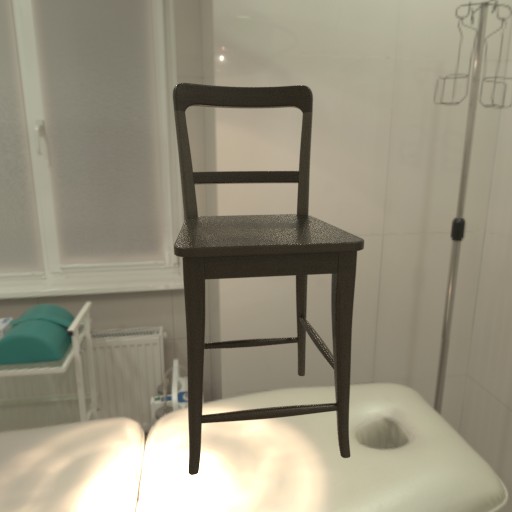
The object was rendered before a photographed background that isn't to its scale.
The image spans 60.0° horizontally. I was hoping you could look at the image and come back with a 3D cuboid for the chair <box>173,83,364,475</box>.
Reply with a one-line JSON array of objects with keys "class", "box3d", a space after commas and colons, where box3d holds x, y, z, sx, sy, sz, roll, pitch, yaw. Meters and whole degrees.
[{"class": "chair", "box3d": [0.000, 0.000, 1.281, 0.450, 0.991, 0.546, -2, 14, -9]}]
